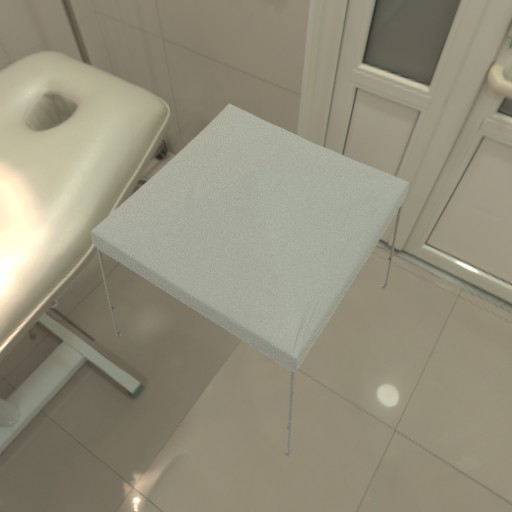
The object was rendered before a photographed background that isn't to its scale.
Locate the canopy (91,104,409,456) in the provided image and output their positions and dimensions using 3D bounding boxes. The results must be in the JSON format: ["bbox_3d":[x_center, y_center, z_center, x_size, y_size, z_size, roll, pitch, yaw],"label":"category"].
[{"bbox_3d":[0.000,0.000,5.272,2.848,2.849,2.849,29,61,18],"label":"canopy"}]
